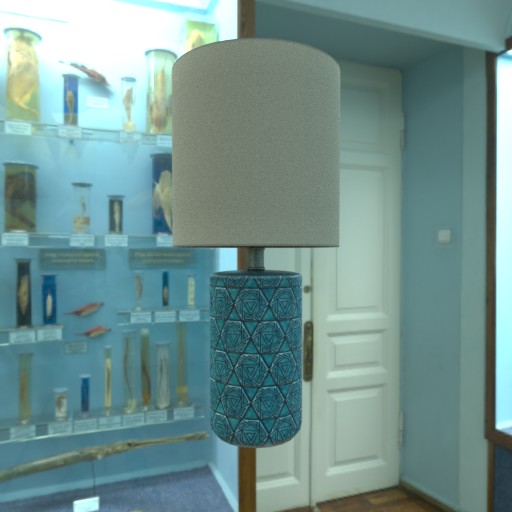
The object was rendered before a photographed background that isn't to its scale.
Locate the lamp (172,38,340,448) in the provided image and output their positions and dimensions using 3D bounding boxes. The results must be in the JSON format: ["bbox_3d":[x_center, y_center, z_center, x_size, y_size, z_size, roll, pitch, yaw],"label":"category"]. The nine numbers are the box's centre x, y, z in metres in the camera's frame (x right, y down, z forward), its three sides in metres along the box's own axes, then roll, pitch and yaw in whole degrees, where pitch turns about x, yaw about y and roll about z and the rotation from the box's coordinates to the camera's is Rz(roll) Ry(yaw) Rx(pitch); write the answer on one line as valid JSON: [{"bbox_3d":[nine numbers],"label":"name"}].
[{"bbox_3d":[0.000,0.000,0.745,0.278,0.597,0.278,0,1,-18],"label":"lamp"}]
